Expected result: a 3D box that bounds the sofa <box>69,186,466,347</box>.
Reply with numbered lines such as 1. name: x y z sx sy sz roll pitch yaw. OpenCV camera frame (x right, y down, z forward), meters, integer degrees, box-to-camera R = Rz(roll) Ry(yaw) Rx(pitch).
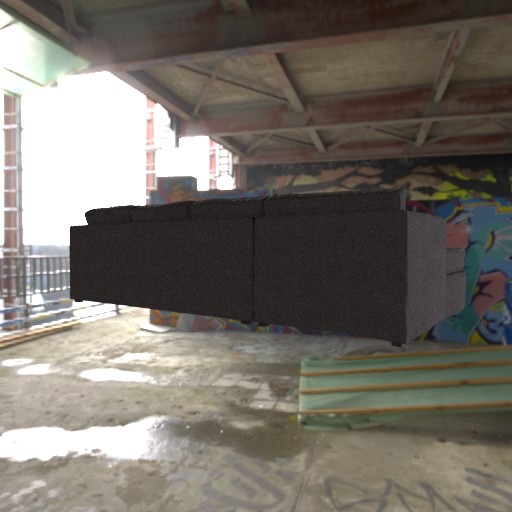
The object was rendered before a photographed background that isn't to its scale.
1. sofa: 0.000 0.000 3.934 3.205 0.922 1.650 1 2 35
